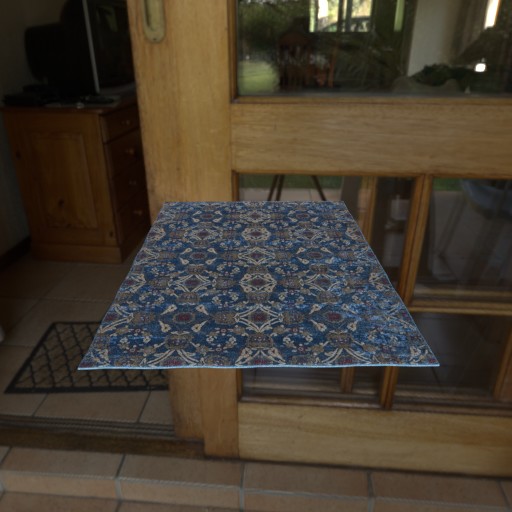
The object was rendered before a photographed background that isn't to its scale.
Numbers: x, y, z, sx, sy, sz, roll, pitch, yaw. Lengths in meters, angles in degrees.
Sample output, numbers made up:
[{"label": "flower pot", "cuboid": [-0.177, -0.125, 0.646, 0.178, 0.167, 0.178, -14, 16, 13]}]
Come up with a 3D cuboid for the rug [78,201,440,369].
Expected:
[{"label": "rug", "cuboid": [0.000, 0.000, 2.908, 1.567, 0.014, 2.207, 0, 26, -1]}]
